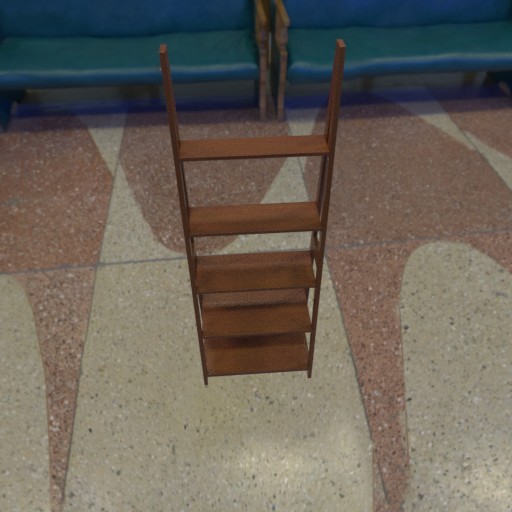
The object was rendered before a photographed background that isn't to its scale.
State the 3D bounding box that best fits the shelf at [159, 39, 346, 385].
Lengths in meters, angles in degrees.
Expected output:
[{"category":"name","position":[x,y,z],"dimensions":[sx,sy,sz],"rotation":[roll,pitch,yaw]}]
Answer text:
[{"category":"shelf","position":[0.000,0.000,2.053],"dimensions":[0.630,1.780,0.356],"rotation":[-3,47,-3]}]
